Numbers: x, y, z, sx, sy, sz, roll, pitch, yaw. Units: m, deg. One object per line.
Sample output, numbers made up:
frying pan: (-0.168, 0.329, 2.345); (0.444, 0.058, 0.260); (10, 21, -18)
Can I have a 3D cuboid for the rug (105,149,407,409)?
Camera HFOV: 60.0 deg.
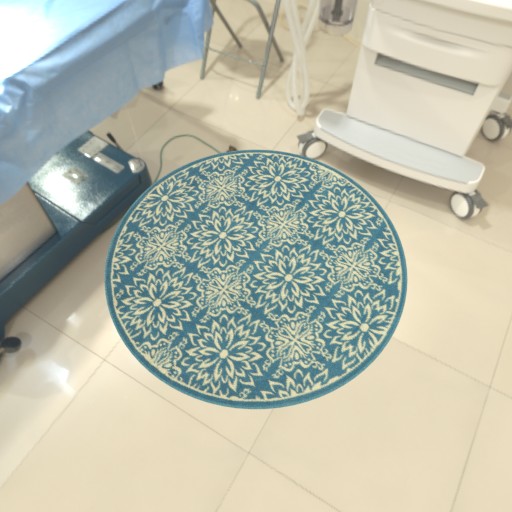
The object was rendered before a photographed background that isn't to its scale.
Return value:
rug: (0.000, 0.000, 2.370); (1.593, 0.012, 1.593); (0, 57, 0)
